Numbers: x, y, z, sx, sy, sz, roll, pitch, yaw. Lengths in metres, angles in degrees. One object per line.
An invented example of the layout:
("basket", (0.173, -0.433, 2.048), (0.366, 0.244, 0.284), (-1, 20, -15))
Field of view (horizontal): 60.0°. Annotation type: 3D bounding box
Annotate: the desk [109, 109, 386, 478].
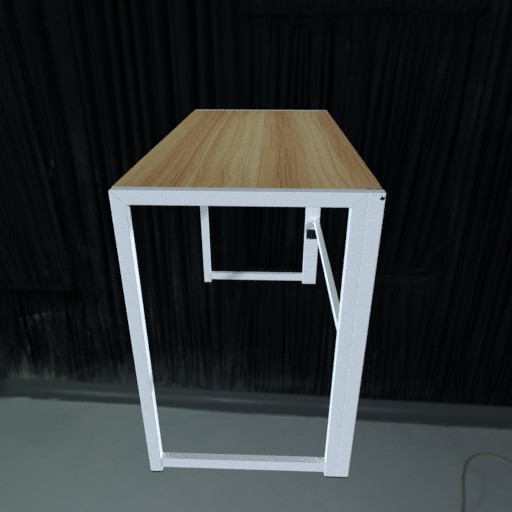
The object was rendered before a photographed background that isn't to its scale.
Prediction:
("desk", (0.000, 0.000, 1.428), (0.508, 0.762, 1.016), (1, 26, 2))
